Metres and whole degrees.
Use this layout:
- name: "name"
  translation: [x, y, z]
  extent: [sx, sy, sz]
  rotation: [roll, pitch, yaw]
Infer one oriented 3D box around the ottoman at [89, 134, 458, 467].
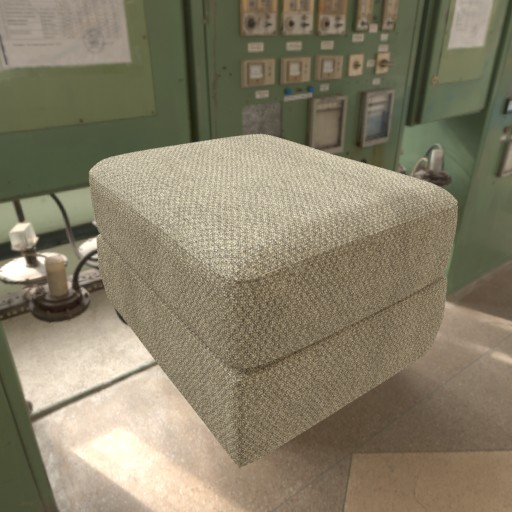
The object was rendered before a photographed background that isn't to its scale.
- name: "ottoman"
  translation: [0.000, 0.000, 1.125]
  extent: [0.603, 0.476, 0.751]
  rotation: [-18, 33, -31]
